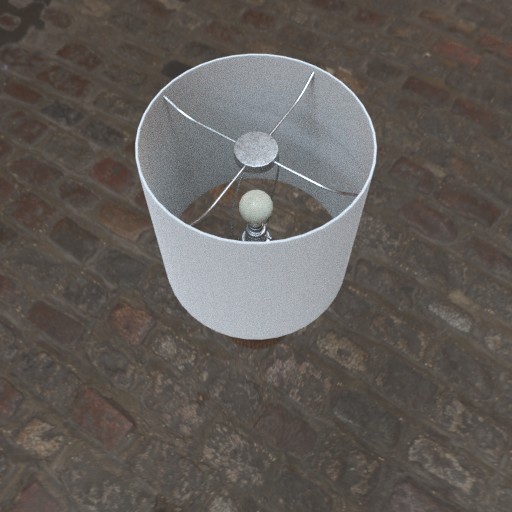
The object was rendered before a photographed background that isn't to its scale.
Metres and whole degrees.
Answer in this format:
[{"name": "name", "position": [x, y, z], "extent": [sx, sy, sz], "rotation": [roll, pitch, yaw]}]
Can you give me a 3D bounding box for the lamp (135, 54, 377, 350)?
[{"name": "lamp", "position": [0.000, 0.000, 0.468], "extent": [0.186, 0.369, 0.186], "rotation": [0, 64, 0]}]
